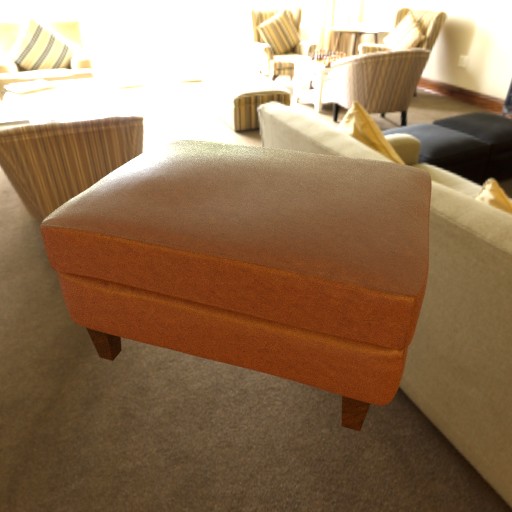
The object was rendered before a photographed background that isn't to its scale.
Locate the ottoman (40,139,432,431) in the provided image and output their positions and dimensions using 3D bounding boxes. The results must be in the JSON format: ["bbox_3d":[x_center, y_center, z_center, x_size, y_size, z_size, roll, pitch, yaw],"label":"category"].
[{"bbox_3d":[0.000,0.000,1.234,0.851,0.485,0.650,11,35,16],"label":"ottoman"}]
